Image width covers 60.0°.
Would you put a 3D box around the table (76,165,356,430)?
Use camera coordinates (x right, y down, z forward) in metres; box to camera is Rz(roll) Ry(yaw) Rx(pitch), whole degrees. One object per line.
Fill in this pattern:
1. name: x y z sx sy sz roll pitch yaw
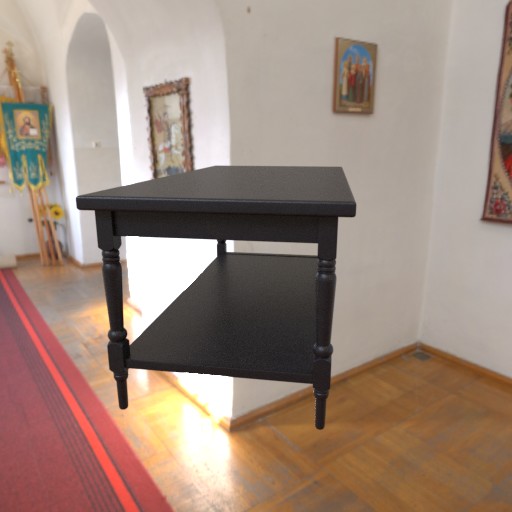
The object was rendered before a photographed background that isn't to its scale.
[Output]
1. table: 0.000 0.000 1.434 0.550 0.510 1.107 2 15 9
